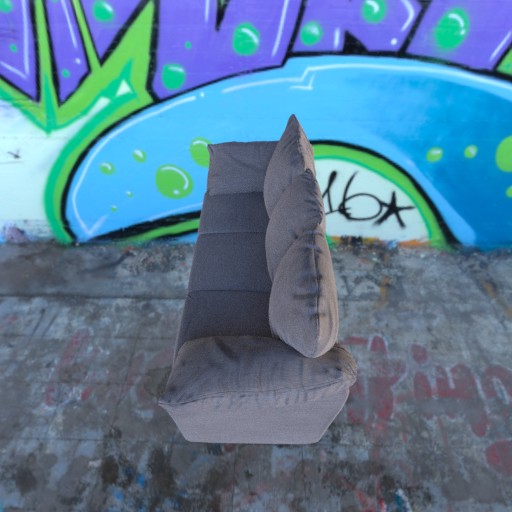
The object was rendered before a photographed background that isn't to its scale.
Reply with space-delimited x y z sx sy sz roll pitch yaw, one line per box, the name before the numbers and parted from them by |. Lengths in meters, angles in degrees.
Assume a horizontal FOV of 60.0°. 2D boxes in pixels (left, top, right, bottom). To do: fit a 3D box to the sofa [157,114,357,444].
sofa | 0.000 0.000 2.915 0.927 1.043 2.390 1 41 1
